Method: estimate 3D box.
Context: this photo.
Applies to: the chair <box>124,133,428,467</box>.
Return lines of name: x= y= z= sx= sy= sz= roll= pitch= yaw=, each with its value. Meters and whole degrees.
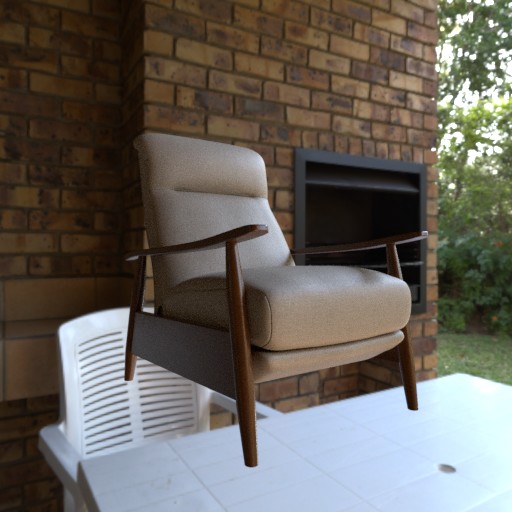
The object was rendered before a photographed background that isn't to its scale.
chair: x=0.000 y=0.000 z=1.747 sx=0.762 sy=1.082 sz=1.030 roll=-1 pitch=1 yaw=-36
